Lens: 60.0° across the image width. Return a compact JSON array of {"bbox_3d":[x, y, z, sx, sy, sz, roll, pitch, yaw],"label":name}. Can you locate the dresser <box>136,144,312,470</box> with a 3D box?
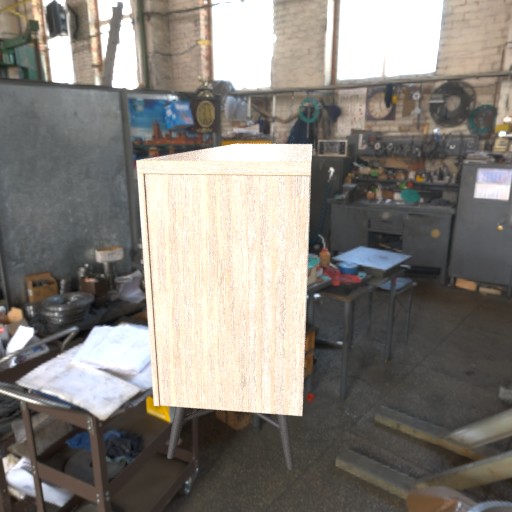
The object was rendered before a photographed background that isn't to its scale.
[{"bbox_3d":[0.000,0.000,1.950,0.457,0.914,1.524,2,16,7],"label":"dresser"}]
